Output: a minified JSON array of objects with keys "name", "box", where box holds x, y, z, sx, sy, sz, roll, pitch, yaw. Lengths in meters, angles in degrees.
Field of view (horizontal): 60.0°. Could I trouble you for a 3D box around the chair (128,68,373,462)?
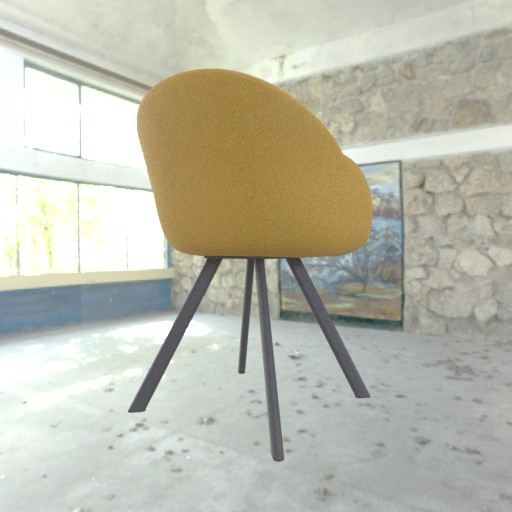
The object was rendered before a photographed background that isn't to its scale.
[{"name":"chair","box":[0.000,0.000,1.190,0.551,0.793,0.583,1,1,36]}]
